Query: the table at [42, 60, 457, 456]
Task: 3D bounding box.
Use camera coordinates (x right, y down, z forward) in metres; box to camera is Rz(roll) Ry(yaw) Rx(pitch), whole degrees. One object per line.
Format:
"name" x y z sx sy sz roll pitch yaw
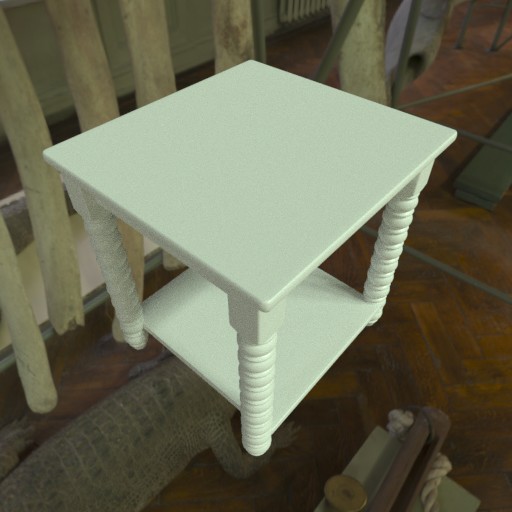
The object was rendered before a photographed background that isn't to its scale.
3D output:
"table" 0.000 0.000 0.965 0.500 0.563 0.533 32 53 28
